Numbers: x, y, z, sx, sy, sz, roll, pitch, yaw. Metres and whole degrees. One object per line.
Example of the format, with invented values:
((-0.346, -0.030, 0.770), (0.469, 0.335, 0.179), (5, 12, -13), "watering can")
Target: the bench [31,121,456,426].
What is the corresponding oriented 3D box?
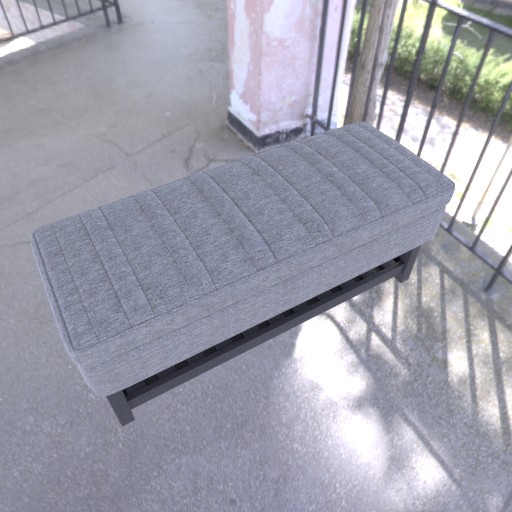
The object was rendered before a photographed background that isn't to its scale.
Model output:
((0.000, 0.000, 1.315), (1.100, 0.470, 0.429), (-23, 51, -20), "bench")
